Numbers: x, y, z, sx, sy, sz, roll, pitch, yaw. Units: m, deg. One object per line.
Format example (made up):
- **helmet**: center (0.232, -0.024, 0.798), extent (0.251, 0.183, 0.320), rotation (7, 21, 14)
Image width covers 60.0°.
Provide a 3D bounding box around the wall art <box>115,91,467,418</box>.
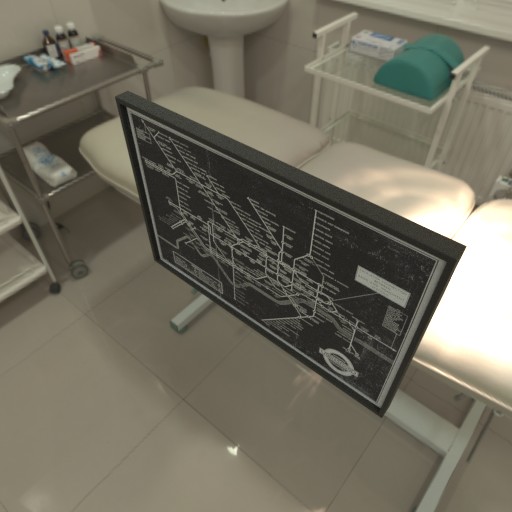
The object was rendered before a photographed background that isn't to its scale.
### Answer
- **wall art**: center (0.000, 0.000, 0.573), extent (0.443, 0.301, 0.021), rotation (31, 53, 26)
